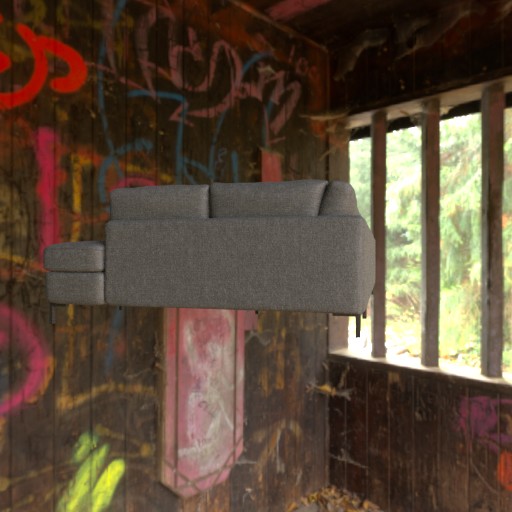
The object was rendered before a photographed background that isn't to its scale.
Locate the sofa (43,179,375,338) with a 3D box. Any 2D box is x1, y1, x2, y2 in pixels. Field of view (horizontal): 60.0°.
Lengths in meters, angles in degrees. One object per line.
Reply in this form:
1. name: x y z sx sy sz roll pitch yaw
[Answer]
1. sofa: 0.000 0.000 3.902 1.984 0.858 2.972 0 0 16
